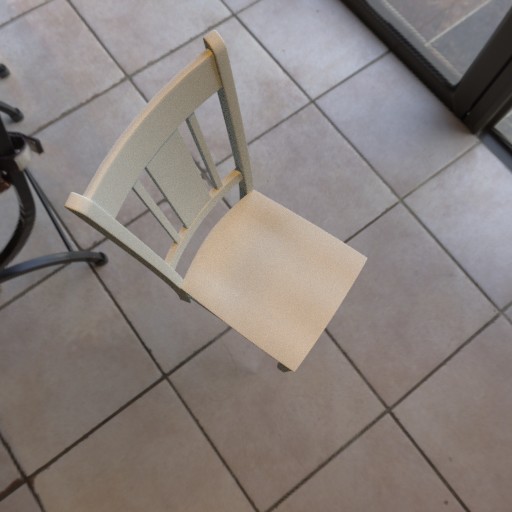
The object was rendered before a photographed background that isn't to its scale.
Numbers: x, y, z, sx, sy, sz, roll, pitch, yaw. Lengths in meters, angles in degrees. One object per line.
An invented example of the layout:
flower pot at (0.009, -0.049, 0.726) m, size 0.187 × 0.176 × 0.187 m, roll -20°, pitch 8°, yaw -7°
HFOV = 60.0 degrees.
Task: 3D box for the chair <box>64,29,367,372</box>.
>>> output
chair at (0.000, 0.000, 1.266) m, size 0.555 × 0.998 × 0.450 m, roll 34°, pitch 78°, yaw 8°
